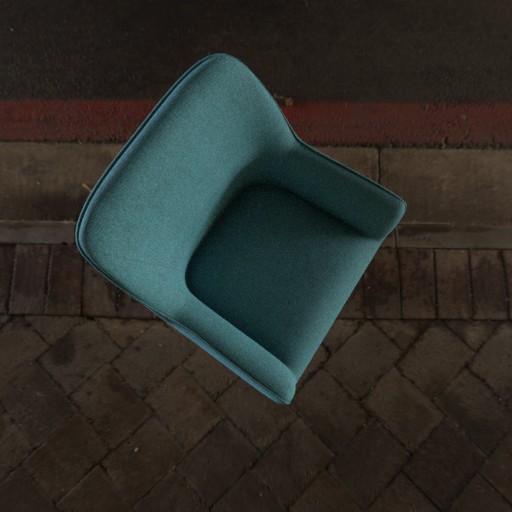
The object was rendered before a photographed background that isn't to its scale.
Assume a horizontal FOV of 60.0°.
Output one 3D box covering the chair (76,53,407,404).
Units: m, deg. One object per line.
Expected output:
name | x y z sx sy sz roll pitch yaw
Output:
chair | 0.000 0.000 1.153 0.519 0.803 0.543 32 79 7
